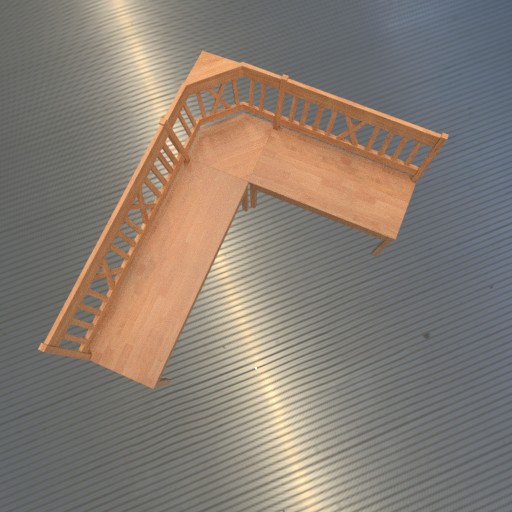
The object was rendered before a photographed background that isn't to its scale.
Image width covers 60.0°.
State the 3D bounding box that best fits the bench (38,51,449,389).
[{"bbox_3d":[0.000,0.000,2.784,1.537,0.902,1.937,22,77,5],"label":"bench"}]
